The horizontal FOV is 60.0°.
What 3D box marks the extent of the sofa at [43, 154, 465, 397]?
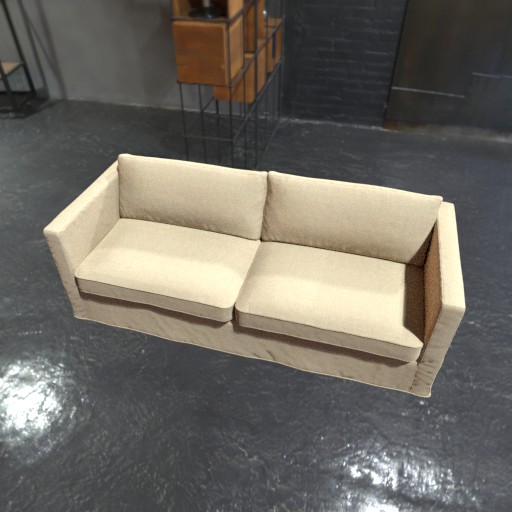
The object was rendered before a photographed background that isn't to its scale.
[{"bbox_3d":[0.000,0.000,2.798,2.312,0.853,0.962,10,42,12],"label":"sofa"}]
